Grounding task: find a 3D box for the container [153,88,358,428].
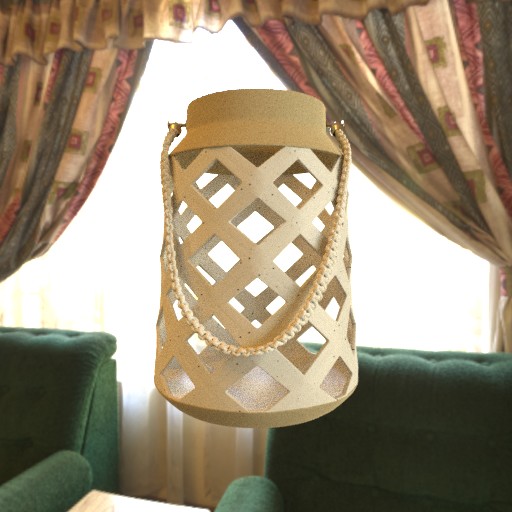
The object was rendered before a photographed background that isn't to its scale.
[{"bbox_3d":[0.000,0.000,0.349,0.163,0.229,0.172,0,2,-1],"label":"container"}]
